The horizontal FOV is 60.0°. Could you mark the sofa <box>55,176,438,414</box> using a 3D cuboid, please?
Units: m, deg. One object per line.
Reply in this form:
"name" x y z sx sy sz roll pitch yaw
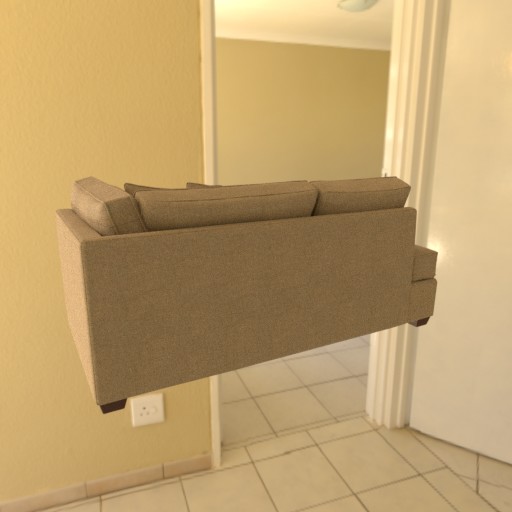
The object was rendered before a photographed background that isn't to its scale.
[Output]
"sofa" 0.000 0.000 2.858 2.238 1.019 1.110 -8 16 -28
